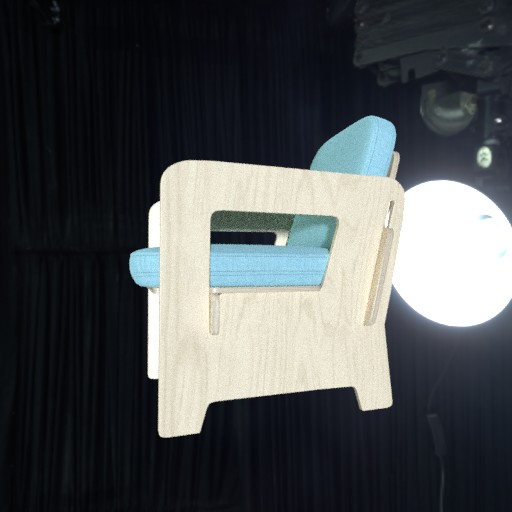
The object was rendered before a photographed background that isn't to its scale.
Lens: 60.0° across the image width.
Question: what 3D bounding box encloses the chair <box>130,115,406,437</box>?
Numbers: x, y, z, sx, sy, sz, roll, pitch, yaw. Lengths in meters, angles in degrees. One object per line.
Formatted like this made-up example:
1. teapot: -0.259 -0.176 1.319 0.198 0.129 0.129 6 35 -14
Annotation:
1. chair: 0.000 0.000 1.296 0.710 0.800 0.590 0 -2 -16
